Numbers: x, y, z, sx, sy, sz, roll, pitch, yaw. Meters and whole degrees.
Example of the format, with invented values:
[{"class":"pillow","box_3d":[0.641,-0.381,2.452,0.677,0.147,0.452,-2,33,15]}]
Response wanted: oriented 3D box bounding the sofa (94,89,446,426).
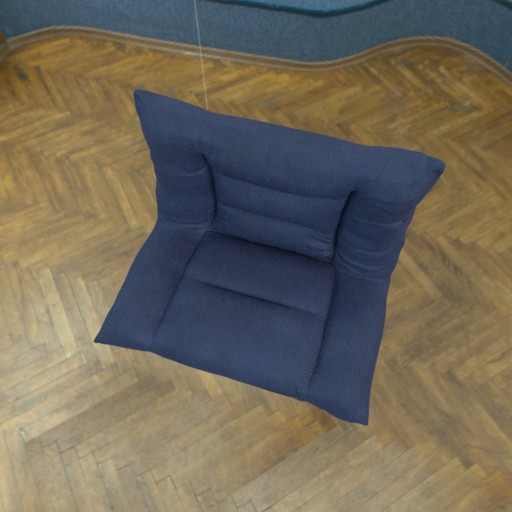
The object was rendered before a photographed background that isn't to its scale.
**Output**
[{"class":"sofa","box_3d":[0.000,0.000,1.679,1.122,0.778,0.849,15,60,9]}]
